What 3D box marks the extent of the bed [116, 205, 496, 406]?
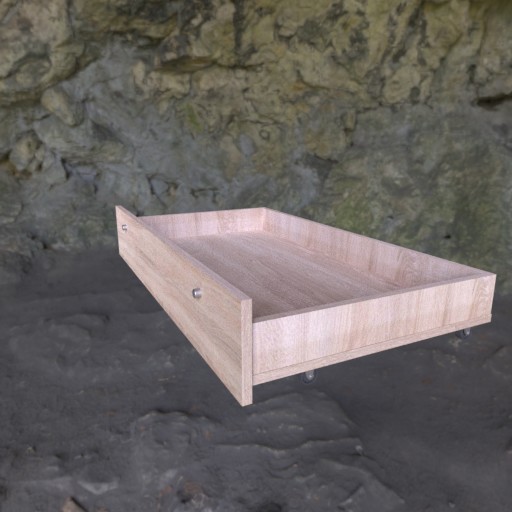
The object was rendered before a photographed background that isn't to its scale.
[{"bbox_3d":[0.000,0.000,1.426,0.685,0.209,1.200,-7,17,-26],"label":"bed"}]
